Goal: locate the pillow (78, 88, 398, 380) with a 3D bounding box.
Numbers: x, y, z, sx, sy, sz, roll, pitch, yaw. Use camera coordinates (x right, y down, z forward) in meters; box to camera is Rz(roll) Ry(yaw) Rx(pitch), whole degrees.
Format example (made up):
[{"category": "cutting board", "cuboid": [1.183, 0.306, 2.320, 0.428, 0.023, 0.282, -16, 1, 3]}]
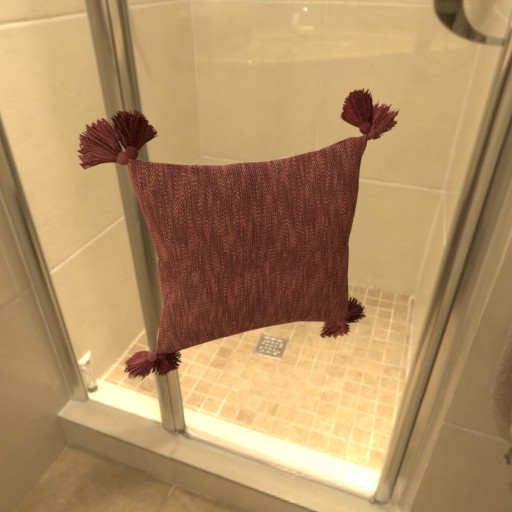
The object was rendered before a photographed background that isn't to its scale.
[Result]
[{"category": "pillow", "cuboid": [0.000, 0.000, 0.962, 0.641, 0.659, 0.138, -9, 34, -14]}]
